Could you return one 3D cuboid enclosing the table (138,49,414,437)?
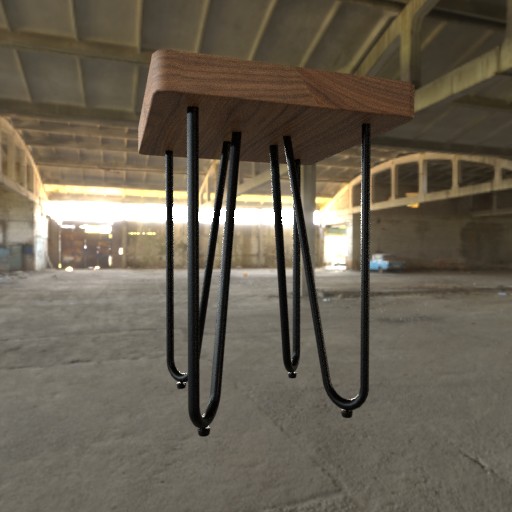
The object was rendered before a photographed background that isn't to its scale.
[{"bbox_3d":[0.000,0.000,0.976,0.479,0.641,0.480,0,1,-18],"label":"table"}]
